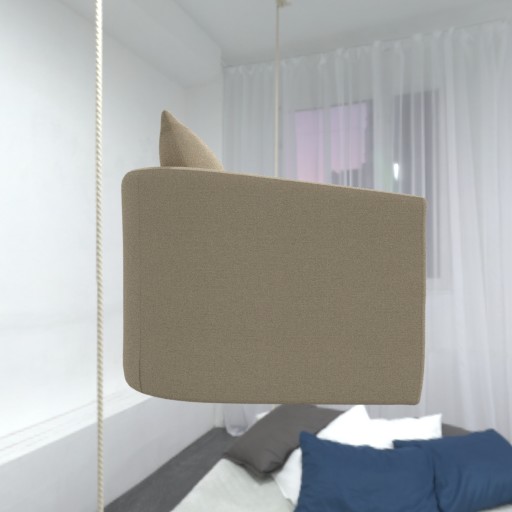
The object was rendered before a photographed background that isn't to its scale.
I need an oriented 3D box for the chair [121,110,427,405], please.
[{"bbox_3d":[0.000,0.000,1.562,0.910,0.848,0.845,0,-1,1],"label":"chair"}]
